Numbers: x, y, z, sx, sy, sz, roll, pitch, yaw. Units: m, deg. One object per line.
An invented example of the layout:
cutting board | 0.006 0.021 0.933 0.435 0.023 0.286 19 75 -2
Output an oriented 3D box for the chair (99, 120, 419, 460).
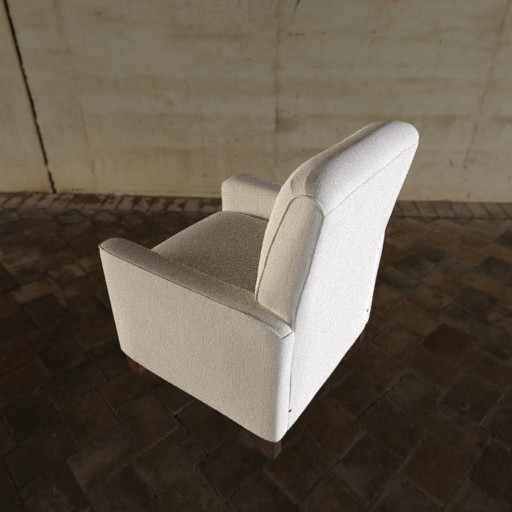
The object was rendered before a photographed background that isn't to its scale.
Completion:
chair | 0.000 0.000 1.666 0.858 1.028 0.841 21 38 29
